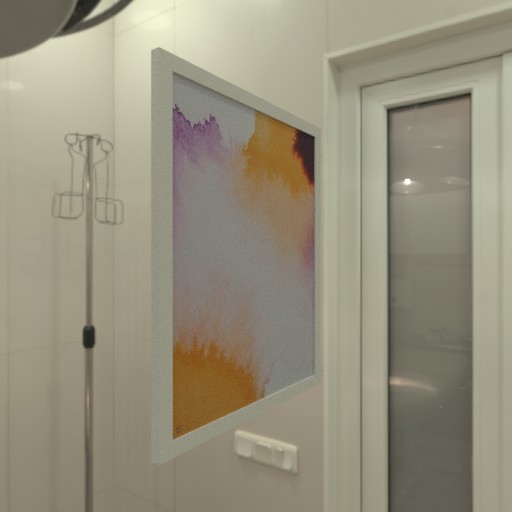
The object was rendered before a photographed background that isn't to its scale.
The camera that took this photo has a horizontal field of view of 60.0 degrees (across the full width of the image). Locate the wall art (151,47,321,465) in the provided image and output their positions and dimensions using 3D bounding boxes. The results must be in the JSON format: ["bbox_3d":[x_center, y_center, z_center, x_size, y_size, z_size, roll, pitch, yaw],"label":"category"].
[{"bbox_3d":[0.000,0.000,0.642,0.013,0.456,0.382,0,0,36],"label":"wall art"}]
